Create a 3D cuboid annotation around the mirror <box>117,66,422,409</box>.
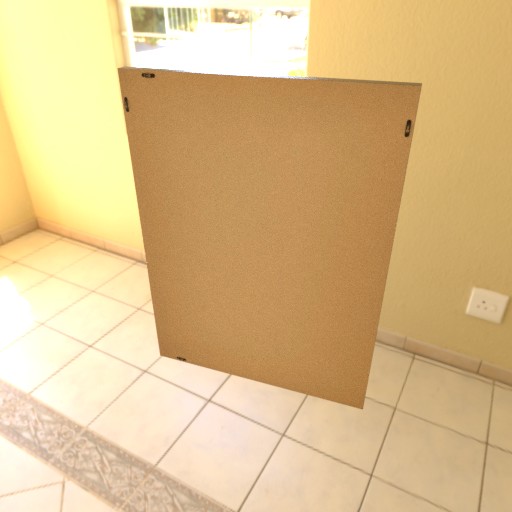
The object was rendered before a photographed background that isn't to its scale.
[{"bbox_3d":[0.000,0.000,1.329,0.762,1.016,0.041,10,32,17],"label":"mirror"}]
